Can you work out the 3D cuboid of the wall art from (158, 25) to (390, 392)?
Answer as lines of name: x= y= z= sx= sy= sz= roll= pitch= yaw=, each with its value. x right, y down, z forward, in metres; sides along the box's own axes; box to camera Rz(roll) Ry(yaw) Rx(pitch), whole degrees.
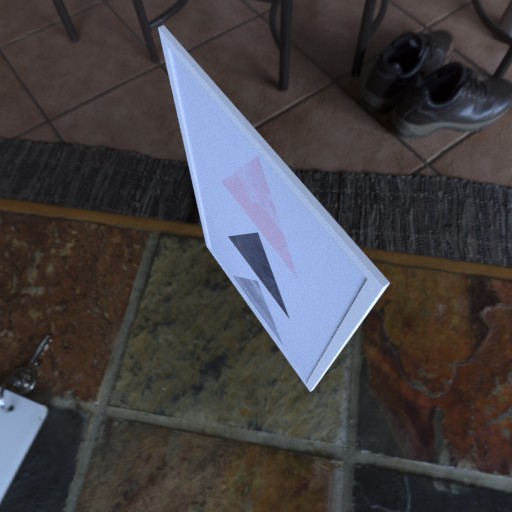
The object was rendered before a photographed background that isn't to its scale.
wall art: x=0.000 y=0.000 z=1.171 sx=0.013 sy=0.940 sz=0.659 roll=-32 pitch=68 yaw=-14
